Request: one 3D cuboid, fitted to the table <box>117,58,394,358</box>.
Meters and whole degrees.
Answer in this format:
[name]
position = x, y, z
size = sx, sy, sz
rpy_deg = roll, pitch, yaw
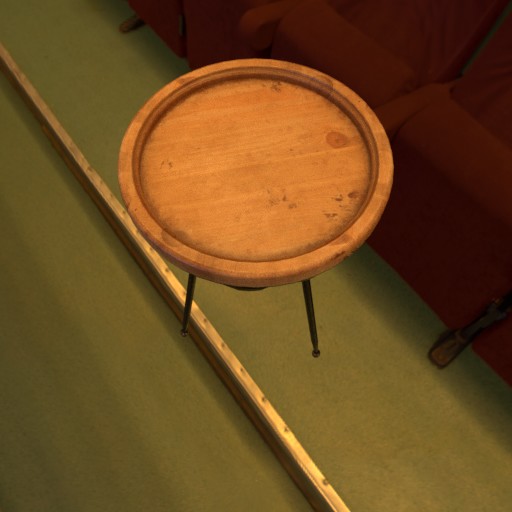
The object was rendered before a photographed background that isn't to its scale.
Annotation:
[table]
position = 0.000, 0.000, 0.952
size = 0.414, 0.664, 0.418
rpy_deg = -35, 68, -16
